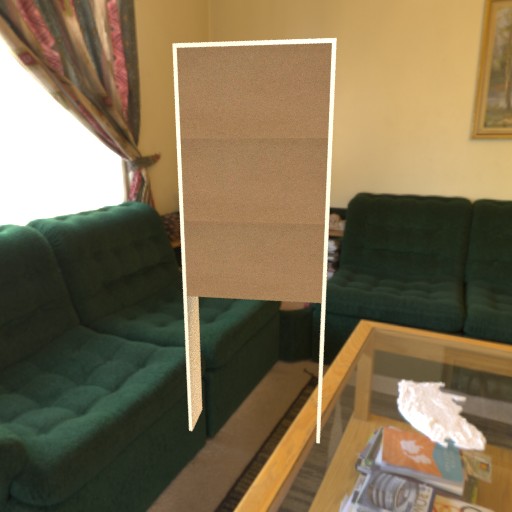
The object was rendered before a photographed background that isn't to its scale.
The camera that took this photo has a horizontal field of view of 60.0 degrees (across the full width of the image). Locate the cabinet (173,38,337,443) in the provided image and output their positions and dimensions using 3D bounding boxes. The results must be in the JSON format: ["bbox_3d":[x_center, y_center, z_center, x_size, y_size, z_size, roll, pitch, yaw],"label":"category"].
[{"bbox_3d":[0.000,0.000,2.030,0.643,1.770,0.192,2,15,8],"label":"cabinet"}]
